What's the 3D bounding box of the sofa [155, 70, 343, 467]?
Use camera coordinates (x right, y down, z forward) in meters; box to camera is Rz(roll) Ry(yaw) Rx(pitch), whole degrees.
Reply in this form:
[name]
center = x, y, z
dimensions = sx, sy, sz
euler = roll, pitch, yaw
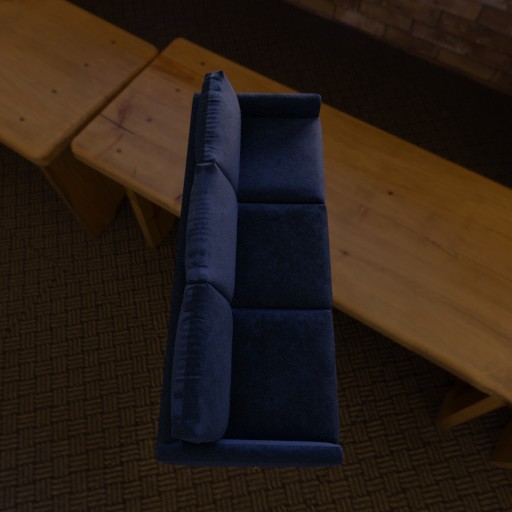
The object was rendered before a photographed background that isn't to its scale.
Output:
[sofa]
center = 0.000, 0.000, 2.618
dimensions = 0.875, 0.879, 2.252
euler = 1, 64, 0
